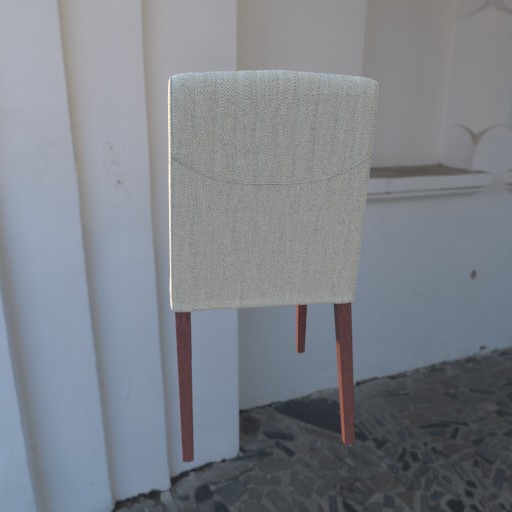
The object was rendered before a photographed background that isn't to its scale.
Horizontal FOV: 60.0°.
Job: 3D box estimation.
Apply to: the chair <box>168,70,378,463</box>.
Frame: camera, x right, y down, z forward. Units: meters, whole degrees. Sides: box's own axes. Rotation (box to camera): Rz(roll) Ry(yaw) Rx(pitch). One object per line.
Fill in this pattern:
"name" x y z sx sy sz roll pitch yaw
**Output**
"chair" 0.000 0.000 1.250 0.480 0.900 0.594 -2 15 -8
